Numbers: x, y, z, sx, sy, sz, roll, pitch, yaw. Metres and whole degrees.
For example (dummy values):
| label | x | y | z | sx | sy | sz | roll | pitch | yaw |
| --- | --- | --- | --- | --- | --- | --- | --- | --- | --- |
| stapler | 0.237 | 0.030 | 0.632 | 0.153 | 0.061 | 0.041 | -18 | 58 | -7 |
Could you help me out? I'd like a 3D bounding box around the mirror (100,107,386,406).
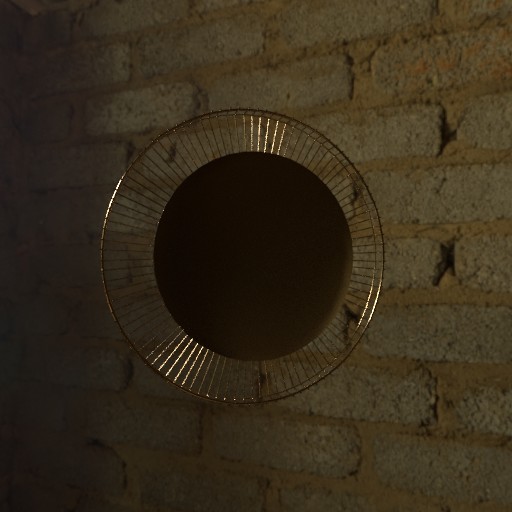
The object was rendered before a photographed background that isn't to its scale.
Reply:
| label | x | y | z | sx | sy | sz | roll | pitch | yaw |
| --- | --- | --- | --- | --- | --- | --- | --- | --- | --- |
| mirror | 0.000 | 0.000 | 1.061 | 0.703 | 0.703 | 0.067 | 0 | -1 | -18 |
